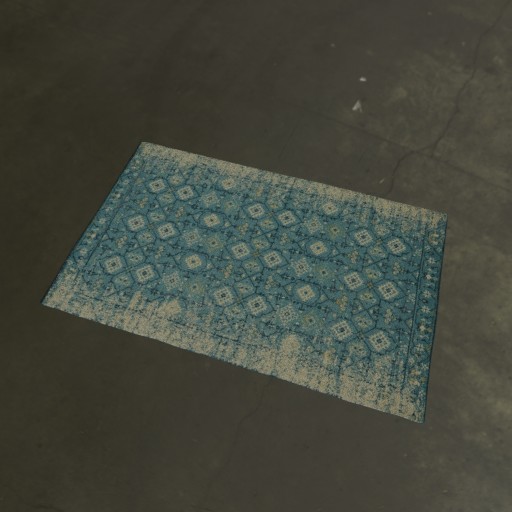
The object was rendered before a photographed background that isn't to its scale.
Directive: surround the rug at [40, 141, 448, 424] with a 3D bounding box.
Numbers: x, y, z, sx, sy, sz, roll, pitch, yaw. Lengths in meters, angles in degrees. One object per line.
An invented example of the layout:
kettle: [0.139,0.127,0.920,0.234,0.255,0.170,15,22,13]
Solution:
rug: [0.000,0.000,3.028,2.449,0.015,1.530,15,60,9]
